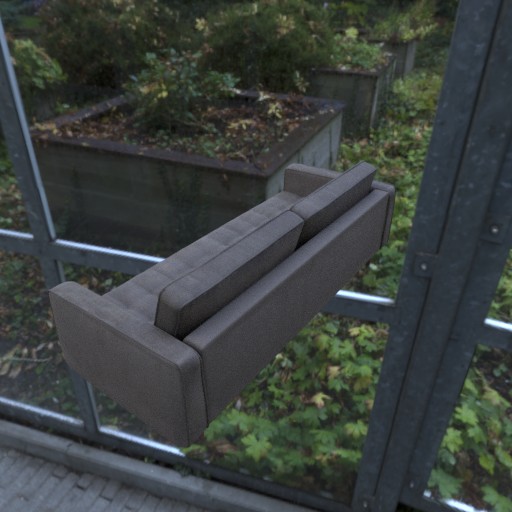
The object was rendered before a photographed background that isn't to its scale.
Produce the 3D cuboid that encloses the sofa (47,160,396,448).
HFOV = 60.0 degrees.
[{"bbox_3d":[0.000,0.000,2.773,0.923,0.813,2.295,21,37,30],"label":"sofa"}]
